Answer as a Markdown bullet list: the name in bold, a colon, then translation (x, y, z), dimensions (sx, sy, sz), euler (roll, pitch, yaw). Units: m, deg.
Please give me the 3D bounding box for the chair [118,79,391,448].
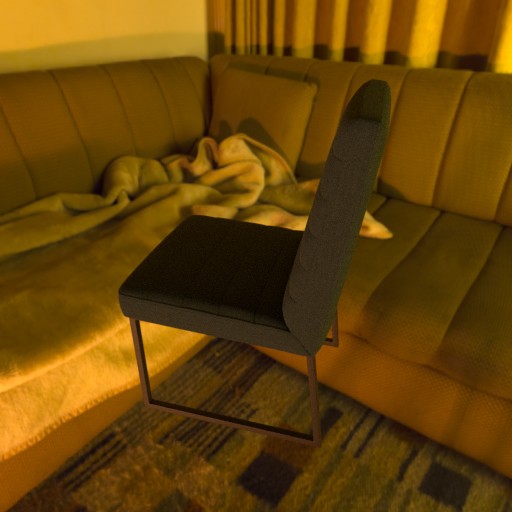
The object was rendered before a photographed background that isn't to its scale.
- **chair**: translation (0.000, 0.000, 1.288), dimensions (0.634, 0.930, 0.520), euler (8, 30, 13)
